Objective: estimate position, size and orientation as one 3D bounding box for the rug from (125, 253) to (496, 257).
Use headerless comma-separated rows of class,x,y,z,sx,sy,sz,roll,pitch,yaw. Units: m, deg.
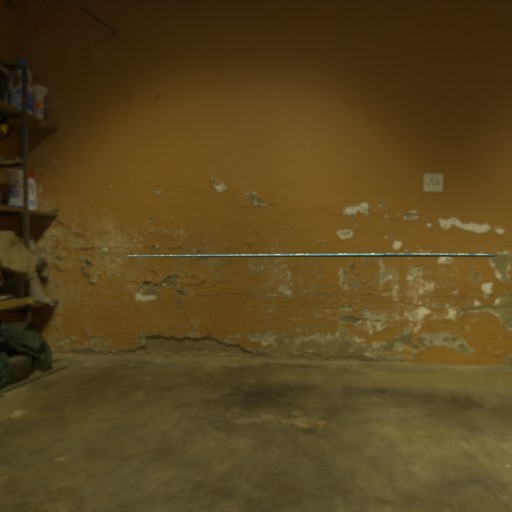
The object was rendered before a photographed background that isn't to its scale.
rug,0.000,0.000,2.376,0.662,0.011,2.196,0,0,-36
